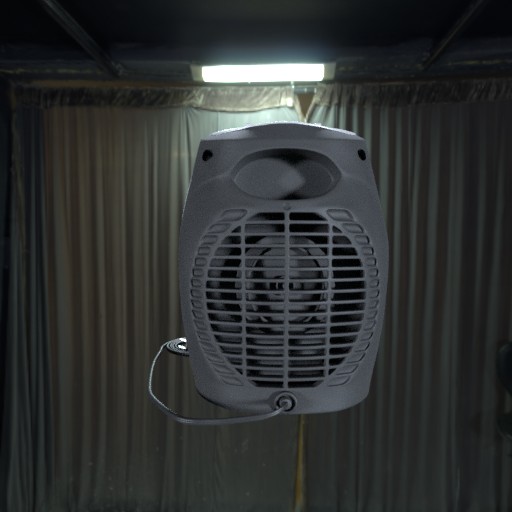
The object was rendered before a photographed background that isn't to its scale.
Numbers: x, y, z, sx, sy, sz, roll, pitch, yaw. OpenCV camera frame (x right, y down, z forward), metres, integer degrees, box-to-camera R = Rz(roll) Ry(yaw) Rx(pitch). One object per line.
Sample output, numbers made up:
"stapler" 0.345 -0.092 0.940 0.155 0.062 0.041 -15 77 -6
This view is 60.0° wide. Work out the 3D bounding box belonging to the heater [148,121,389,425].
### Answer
"heater" 0.000 0.000 0.461 0.239 0.240 0.291 0 1 1
